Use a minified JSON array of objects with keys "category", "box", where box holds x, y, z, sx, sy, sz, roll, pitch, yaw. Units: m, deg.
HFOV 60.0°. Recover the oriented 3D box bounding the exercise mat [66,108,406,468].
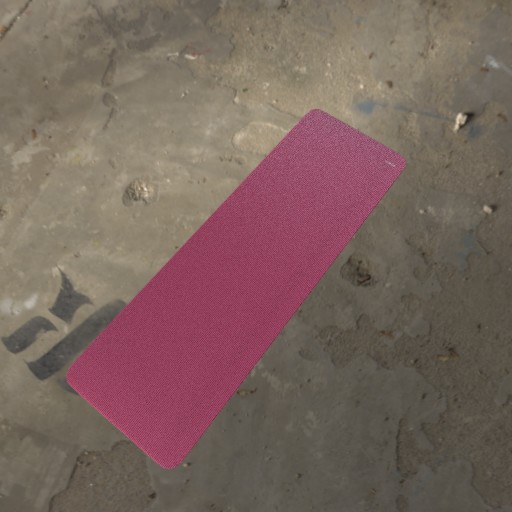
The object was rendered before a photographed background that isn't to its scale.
[{"category":"exercise mat","box":[0.000,0.000,2.096,0.616,0.021,1.884,35,69,15]}]
